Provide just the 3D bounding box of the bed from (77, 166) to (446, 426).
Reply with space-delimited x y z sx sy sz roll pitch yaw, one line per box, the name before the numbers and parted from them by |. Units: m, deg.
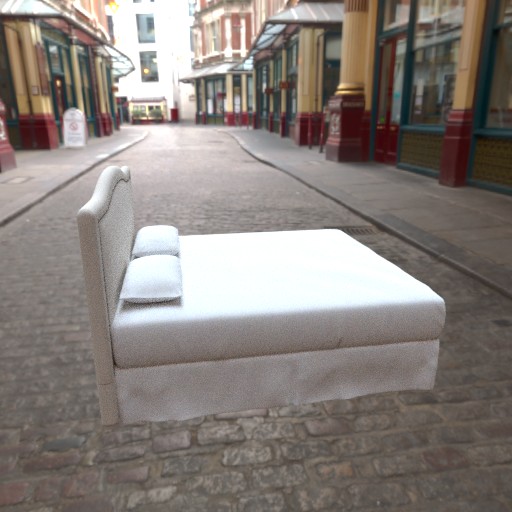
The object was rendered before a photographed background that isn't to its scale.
bed | 0.000 0.000 3.494 2.182 1.421 2.083 -3 18 -10
